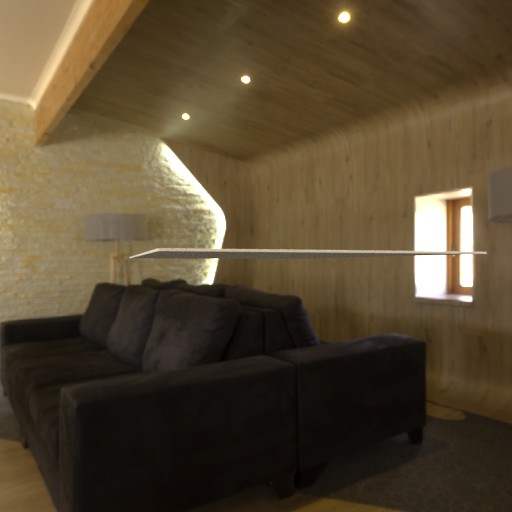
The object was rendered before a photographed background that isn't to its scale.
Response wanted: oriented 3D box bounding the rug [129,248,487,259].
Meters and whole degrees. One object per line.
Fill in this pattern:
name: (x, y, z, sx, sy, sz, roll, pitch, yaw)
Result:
rug: (0.000, 0.000, 2.217, 1.143, 0.008, 1.753, 0, -1, -18)
